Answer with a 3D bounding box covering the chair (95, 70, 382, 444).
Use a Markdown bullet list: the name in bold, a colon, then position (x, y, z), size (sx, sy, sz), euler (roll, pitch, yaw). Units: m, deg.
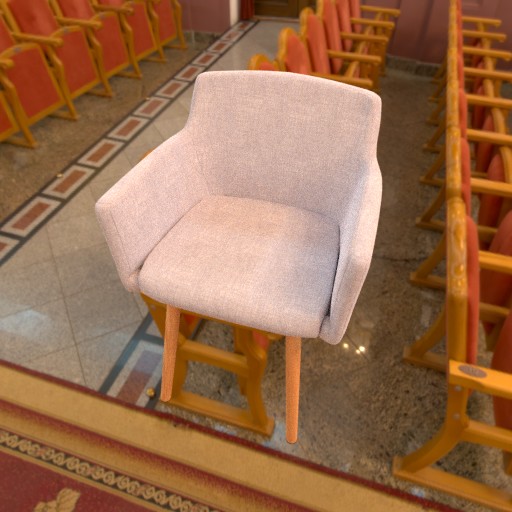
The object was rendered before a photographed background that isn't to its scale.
- **chair**: position (0.000, 0.000, 1.161), size (0.570, 0.780, 0.540), euler (13, 43, 14)
